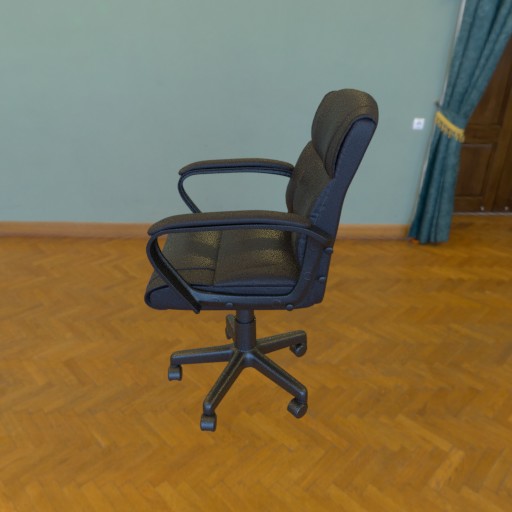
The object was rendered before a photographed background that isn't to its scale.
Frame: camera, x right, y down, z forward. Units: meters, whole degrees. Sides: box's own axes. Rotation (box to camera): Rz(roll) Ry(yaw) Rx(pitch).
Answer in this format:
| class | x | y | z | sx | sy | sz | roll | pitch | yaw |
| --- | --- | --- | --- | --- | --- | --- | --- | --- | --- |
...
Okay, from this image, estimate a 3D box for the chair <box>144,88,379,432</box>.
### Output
| class | x | y | z | sx | sy | sz | roll | pitch | yaw |
| --- | --- | --- | --- | --- | --- | --- | --- | --- | --- |
| chair | 0.000 | 0.000 | 1.425 | 0.641 | 0.998 | 0.576 | 0 | 27 | 0 |
